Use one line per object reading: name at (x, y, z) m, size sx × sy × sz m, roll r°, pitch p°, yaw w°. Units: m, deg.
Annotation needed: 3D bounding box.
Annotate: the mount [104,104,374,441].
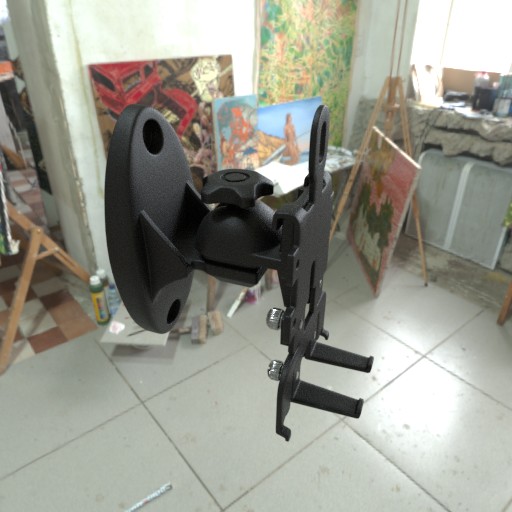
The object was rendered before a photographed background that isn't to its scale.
mount at (0.000, 0.000, 0.175) m, size 0.100 × 0.118 × 0.066 m, roll 11°, pitch 32°, yaw 18°
